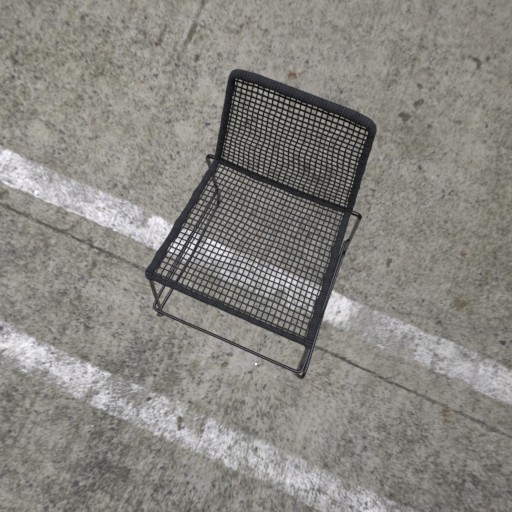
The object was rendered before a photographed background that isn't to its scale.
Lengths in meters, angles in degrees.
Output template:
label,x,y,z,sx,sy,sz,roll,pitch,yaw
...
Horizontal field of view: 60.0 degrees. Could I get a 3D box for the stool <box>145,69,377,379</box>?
label,x,y,z,sx,sy,sz,roll,pitch,yaw
stool,0.000,0.000,1.238,0.590,0.905,0.509,23,77,5
